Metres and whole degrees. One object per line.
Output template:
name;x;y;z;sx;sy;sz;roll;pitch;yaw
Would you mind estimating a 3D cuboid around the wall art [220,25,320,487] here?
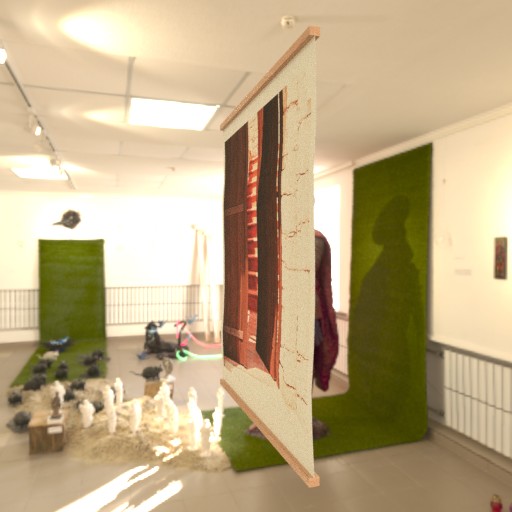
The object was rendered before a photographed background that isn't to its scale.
wall art;0.000;0.000;0.681;0.013;0.508;0.406;0;1;-19
